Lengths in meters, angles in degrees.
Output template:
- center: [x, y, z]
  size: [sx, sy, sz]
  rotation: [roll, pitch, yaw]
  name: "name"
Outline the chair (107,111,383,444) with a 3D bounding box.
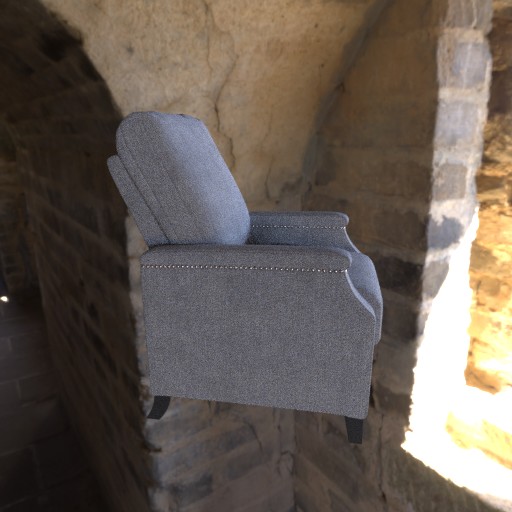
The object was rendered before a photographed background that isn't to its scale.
- center: [0.000, 0.000, 1.702]
  size: [0.922, 1.049, 0.710]
  rotation: [3, 16, 10]
  name: "chair"
